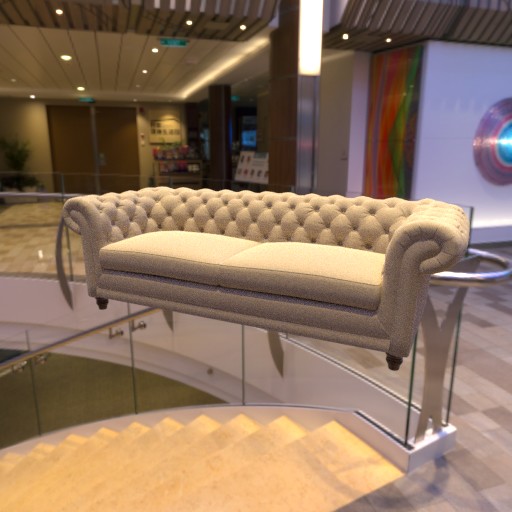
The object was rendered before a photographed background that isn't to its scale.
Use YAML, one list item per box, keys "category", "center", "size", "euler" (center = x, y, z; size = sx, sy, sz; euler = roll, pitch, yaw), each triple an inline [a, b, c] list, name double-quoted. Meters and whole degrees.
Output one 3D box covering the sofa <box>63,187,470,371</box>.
- category: "sofa"
  center: [0.000, 0.000, 3.150]
  size: [2.694, 0.847, 1.076]
  euler: [7, 15, 25]
